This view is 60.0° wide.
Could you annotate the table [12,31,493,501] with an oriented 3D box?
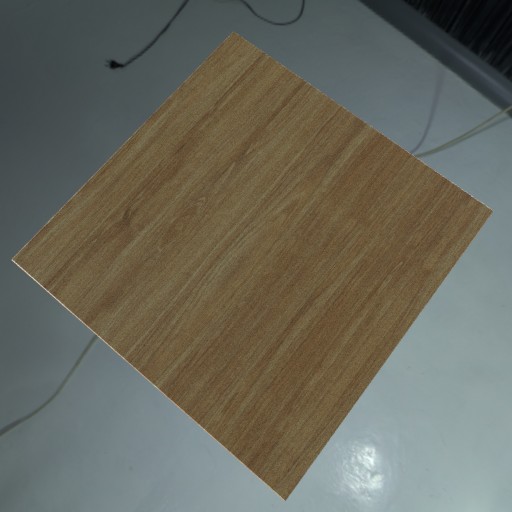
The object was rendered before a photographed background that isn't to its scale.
[{"bbox_3d":[0.000,0.000,1.381,0.900,0.450,0.900,38,79,9],"label":"table"}]
